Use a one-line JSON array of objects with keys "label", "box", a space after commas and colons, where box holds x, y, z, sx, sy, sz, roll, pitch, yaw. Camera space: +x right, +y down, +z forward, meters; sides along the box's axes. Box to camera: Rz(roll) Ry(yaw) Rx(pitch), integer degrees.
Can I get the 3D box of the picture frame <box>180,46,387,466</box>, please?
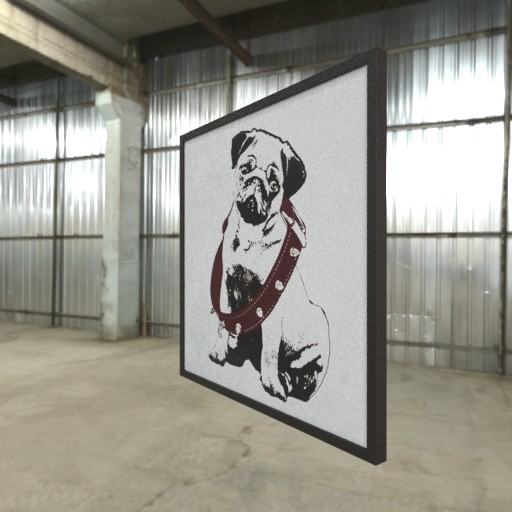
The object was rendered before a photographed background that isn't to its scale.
[{"label": "picture frame", "box": [0.000, 0.000, 1.136, 0.032, 0.775, 0.775, 0, 0, -37]}]
